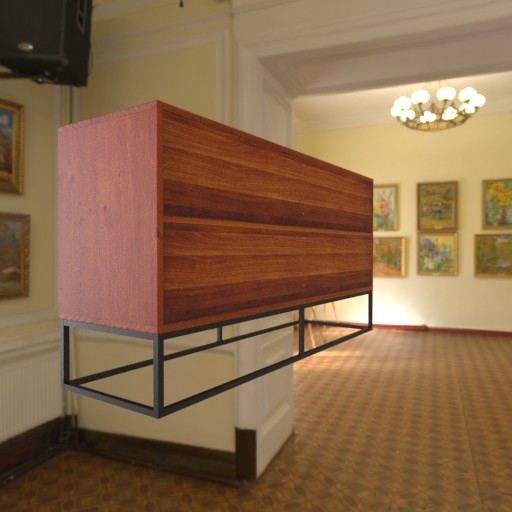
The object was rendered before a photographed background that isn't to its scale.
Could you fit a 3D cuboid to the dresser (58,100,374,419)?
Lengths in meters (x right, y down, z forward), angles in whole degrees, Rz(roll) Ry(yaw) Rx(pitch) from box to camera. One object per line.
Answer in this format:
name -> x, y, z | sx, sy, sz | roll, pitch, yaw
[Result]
dresser -> 0.000, 0.000, 1.884 | 0.464, 0.810, 1.536 | 1, 1, 35
